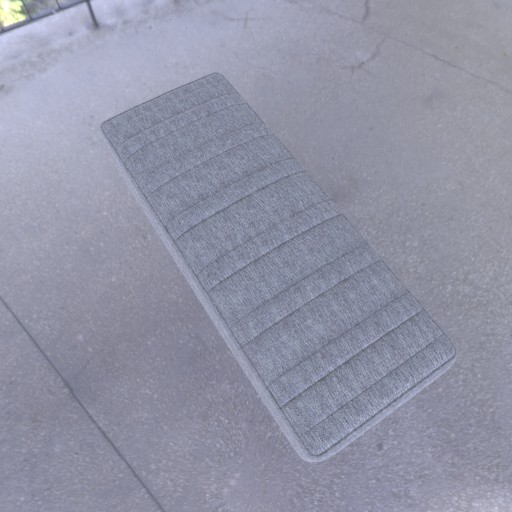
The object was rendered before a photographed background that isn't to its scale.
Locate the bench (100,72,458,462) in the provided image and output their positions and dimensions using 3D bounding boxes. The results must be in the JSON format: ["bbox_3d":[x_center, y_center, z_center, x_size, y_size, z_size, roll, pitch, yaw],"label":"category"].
[{"bbox_3d":[0.000,0.000,1.320,0.429,0.470,1.100,-30,67,-14],"label":"bench"}]
